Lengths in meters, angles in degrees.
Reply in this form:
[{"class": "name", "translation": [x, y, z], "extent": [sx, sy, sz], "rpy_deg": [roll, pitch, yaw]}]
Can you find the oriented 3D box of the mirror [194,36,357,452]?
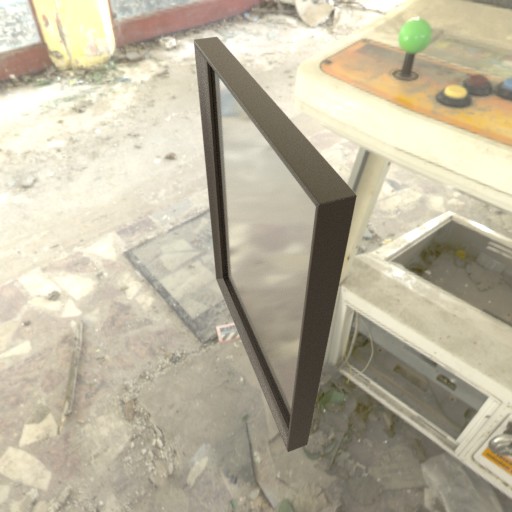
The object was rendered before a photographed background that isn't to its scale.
[{"class": "mirror", "translation": [0.000, 0.000, 0.682], "extent": [0.041, 0.509, 0.406], "rpy_deg": [-15, 47, -14]}]
